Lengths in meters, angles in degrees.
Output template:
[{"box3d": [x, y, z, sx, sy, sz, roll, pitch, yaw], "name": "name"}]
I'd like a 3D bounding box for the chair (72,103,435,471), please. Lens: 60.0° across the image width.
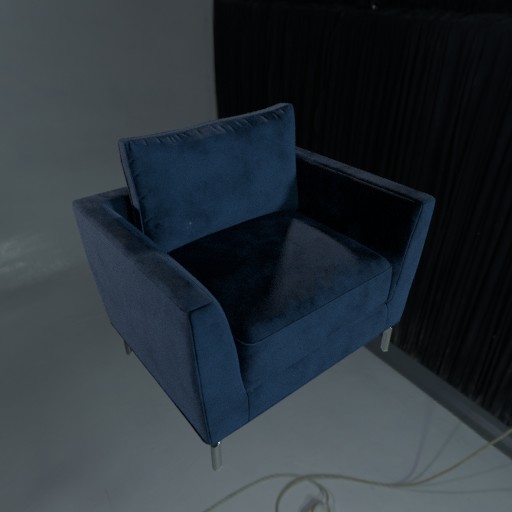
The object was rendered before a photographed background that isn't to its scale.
[{"box3d": [0.000, 0.000, 1.580, 0.977, 0.893, 0.746, -23, 39, -32], "name": "chair"}]
